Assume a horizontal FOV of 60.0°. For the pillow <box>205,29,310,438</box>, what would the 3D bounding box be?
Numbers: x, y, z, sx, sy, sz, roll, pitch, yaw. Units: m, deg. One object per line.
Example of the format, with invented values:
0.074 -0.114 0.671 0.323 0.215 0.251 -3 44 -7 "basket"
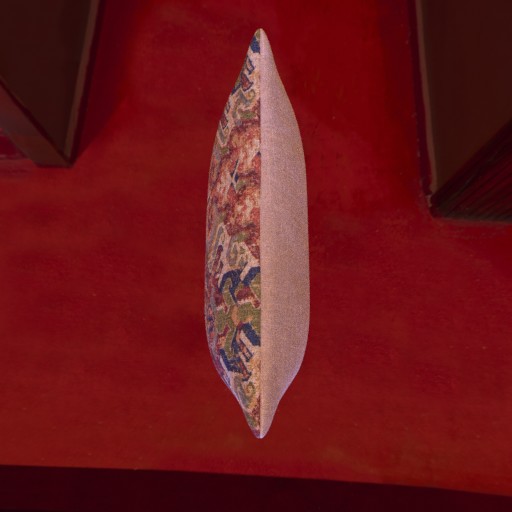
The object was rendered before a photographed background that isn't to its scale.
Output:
0.000 0.000 0.776 0.166 0.506 0.523 0 76 0 "pillow"
